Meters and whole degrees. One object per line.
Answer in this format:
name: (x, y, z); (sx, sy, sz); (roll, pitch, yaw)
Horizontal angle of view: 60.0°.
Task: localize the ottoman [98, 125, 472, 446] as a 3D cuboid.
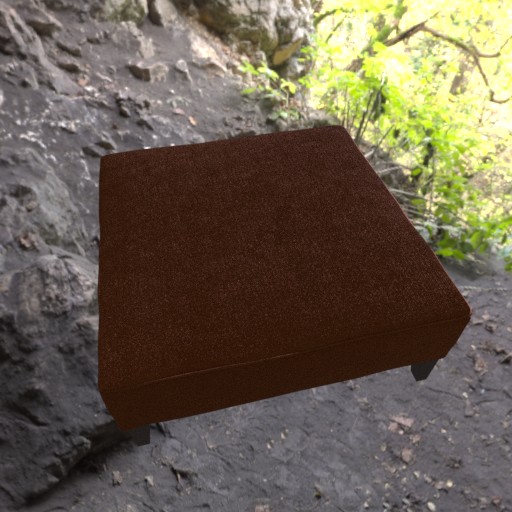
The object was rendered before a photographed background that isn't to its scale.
ottoman: (0.000, 0.000, 1.550); (0.999, 0.438, 0.997); (-10, 48, -9)
